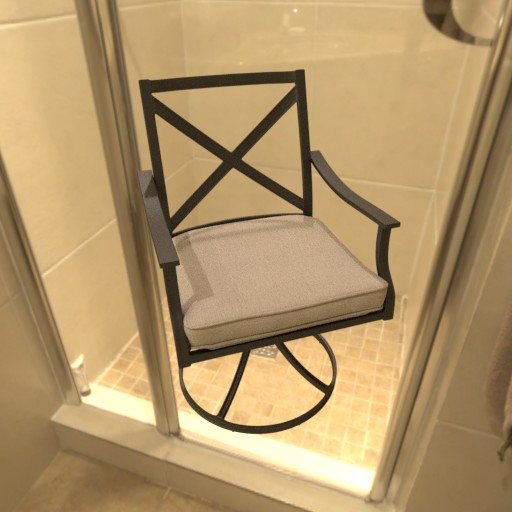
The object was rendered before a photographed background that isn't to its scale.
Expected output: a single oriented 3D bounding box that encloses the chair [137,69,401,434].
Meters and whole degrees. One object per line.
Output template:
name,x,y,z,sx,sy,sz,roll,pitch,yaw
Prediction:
chair,0.000,0.000,1.283,0.575,0.889,0.620,-10,34,-15
